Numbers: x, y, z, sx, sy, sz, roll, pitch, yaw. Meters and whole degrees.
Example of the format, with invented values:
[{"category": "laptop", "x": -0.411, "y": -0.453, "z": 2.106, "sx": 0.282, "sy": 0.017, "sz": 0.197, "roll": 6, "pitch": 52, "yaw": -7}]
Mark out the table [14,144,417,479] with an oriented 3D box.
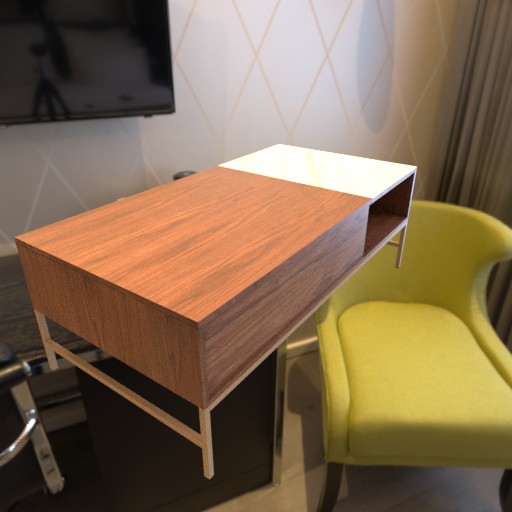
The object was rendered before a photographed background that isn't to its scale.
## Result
[{"category": "table", "x": 0.000, "y": 0.000, "z": 1.899, "sx": 0.789, "sy": 0.551, "sz": 1.553, "roll": 18, "pitch": 32, "yaw": 31}]
